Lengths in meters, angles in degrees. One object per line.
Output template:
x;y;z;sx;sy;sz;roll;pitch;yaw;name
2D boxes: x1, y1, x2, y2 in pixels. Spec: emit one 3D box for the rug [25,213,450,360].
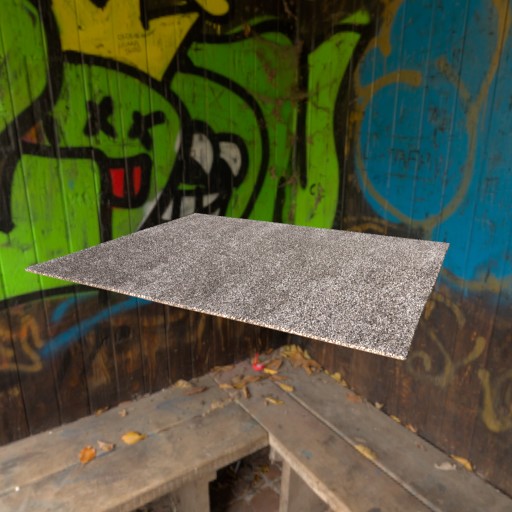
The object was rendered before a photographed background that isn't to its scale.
0.000;0.000;3.954;3.000;0.025;2.401;9;20;26;rug
